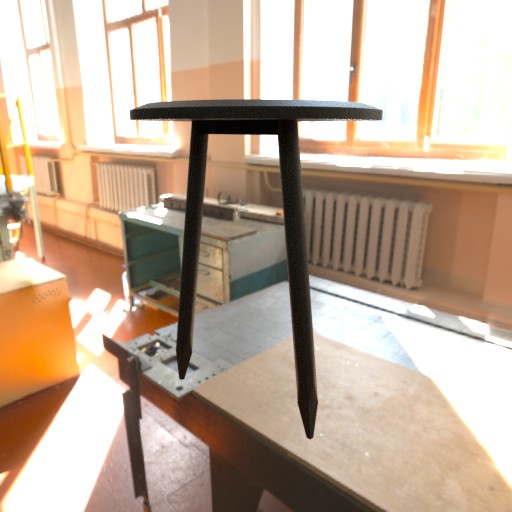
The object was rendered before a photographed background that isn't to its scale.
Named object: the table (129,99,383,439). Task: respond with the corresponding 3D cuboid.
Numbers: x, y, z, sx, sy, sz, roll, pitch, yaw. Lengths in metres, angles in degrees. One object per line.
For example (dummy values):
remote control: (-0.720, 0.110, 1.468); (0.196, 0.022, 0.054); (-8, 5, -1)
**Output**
table: (0.000, 0.000, 0.909); (0.457, 0.585, 0.457); (0, 16, 0)
